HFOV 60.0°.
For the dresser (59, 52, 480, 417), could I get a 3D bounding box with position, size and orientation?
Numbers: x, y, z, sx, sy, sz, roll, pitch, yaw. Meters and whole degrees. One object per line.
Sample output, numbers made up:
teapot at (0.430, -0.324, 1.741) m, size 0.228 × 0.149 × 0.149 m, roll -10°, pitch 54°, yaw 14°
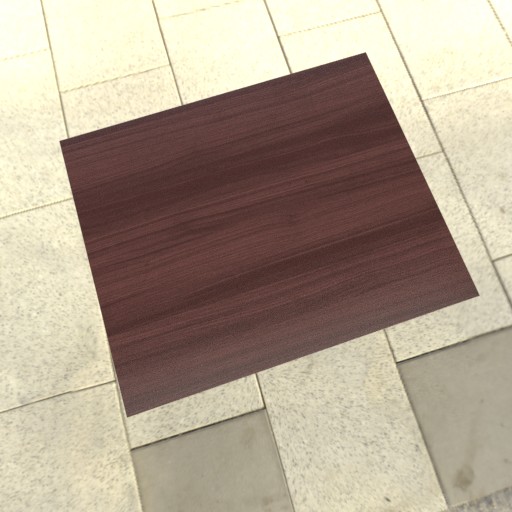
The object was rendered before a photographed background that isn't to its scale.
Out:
dresser at (0.000, 0.000, 0.743) m, size 0.400 × 0.470 × 0.360 m, roll -18°, pitch 76°, yaw -5°
